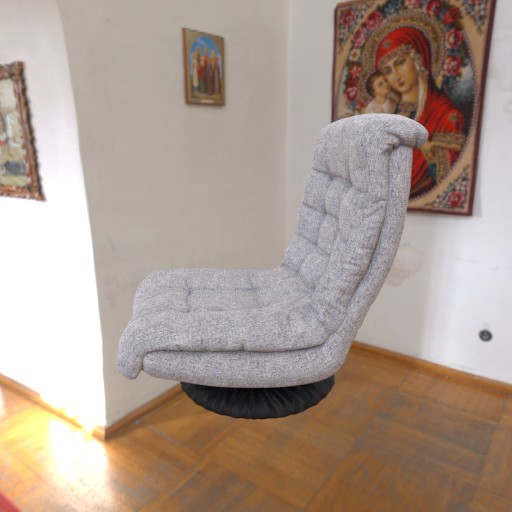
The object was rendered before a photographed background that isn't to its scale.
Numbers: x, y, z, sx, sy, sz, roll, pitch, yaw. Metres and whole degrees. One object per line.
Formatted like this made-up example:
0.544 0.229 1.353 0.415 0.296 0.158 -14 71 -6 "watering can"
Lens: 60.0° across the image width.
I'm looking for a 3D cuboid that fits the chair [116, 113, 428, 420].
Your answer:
0.000 0.000 0.982 0.583 0.600 0.400 -2 16 -8 "chair"
